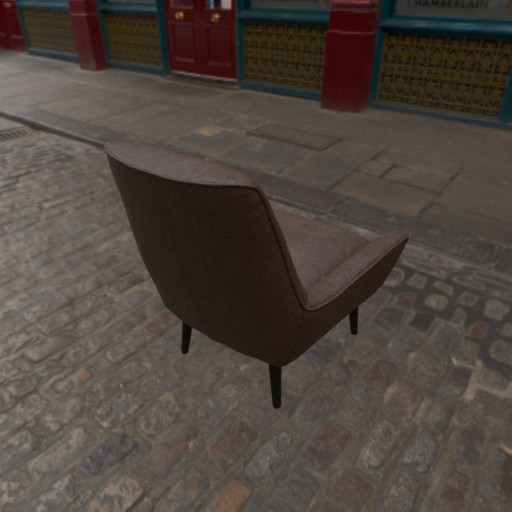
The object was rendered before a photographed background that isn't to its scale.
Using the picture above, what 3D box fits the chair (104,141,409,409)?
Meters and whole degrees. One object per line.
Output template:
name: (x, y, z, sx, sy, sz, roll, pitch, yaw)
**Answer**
chair: (0.000, 0.000, 1.533, 0.787, 0.888, 0.824, 21, 37, 31)
